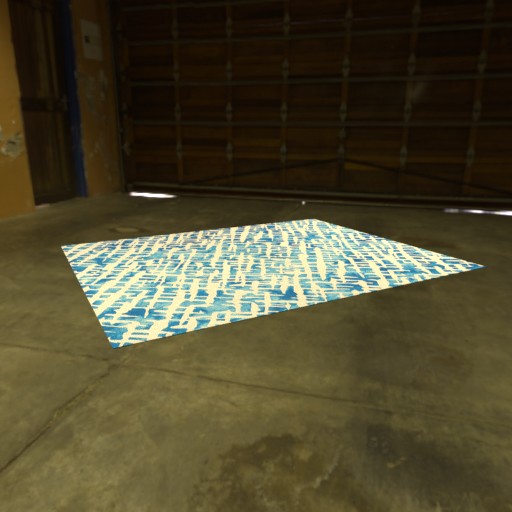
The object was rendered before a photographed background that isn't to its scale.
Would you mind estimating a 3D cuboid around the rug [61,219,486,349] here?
[{"bbox_3d":[0.000,0.000,3.982,3.007,0.007,2.435,-8,17,-27],"label":"rug"}]
